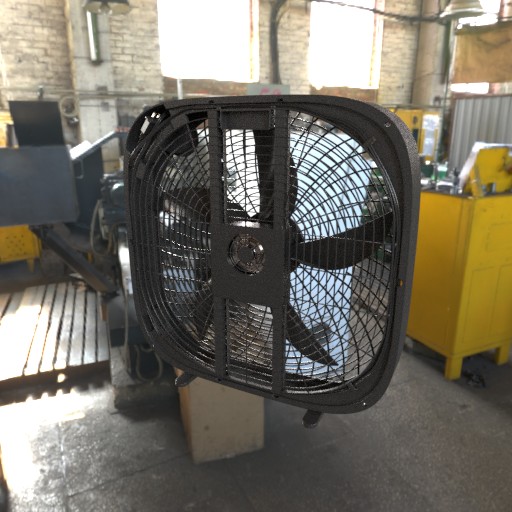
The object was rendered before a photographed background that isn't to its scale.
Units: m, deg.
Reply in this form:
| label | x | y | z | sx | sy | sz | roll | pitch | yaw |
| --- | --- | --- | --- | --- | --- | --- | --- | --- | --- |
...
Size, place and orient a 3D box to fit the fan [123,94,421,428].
| label | x | y | z | sx | sy | sz | roll | pitch | yaw |
| --- | --- | --- | --- | --- | --- | --- | --- | --- | --- |
| fan | 0.000 | 0.000 | 0.788 | 0.526 | 0.533 | 0.142 | 8 | 18 | 26 |
